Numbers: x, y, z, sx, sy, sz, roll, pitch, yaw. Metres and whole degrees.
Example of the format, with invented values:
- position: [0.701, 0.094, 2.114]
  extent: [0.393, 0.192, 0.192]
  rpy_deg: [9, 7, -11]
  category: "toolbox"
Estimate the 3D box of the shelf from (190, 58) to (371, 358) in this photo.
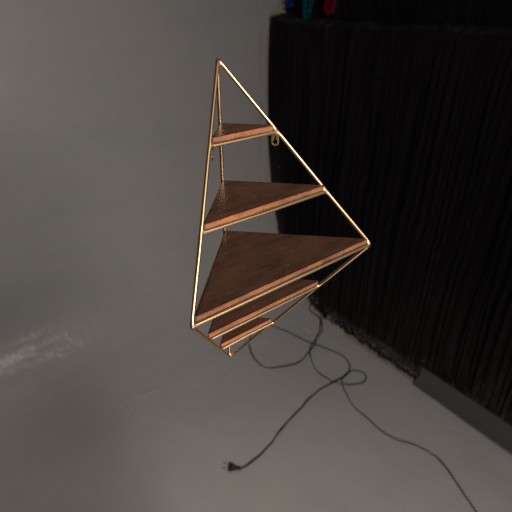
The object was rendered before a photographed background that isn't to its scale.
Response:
- position: [0.000, 0.000, 1.145]
  extent: [0.564, 0.913, 0.294]
  rpy_deg: [-22, 37, -32]
  category: "shelf"
